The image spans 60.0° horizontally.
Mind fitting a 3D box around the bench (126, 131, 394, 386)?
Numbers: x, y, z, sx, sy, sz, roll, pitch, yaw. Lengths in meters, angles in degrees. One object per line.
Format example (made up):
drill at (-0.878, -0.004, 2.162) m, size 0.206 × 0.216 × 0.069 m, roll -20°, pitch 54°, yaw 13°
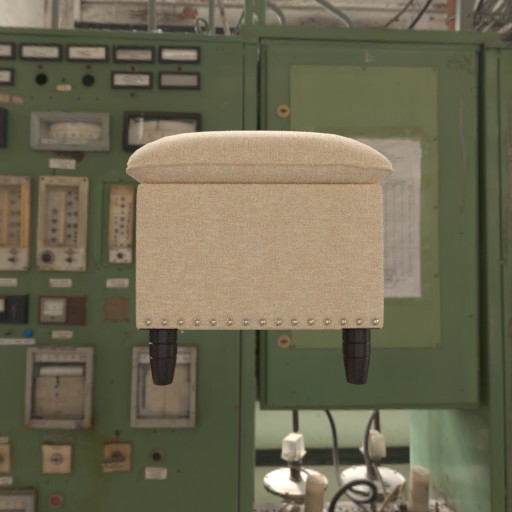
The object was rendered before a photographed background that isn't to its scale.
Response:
bench at (0.000, 0.000, 1.237) m, size 0.483 × 0.483 × 0.991 m, roll 0°, pitch -1°, yaw -1°
